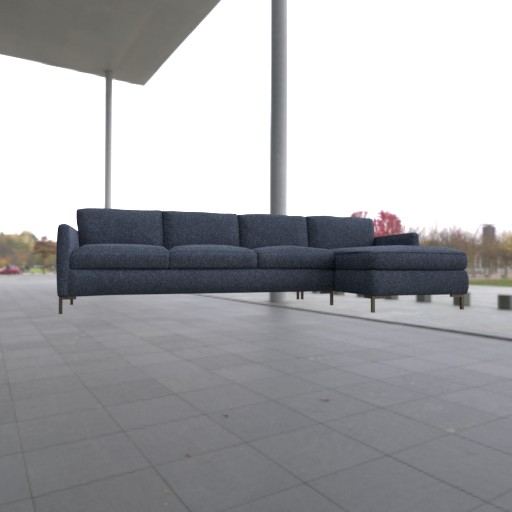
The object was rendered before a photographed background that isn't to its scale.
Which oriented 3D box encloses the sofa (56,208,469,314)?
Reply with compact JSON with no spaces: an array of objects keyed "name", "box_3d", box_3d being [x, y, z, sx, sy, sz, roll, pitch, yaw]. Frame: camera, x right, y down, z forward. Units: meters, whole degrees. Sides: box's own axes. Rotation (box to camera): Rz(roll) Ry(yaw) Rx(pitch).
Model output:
[{"name":"sofa","box_3d":[0.000,0.000,3.512,2.932,0.810,1.350,0,-1,-16]}]
